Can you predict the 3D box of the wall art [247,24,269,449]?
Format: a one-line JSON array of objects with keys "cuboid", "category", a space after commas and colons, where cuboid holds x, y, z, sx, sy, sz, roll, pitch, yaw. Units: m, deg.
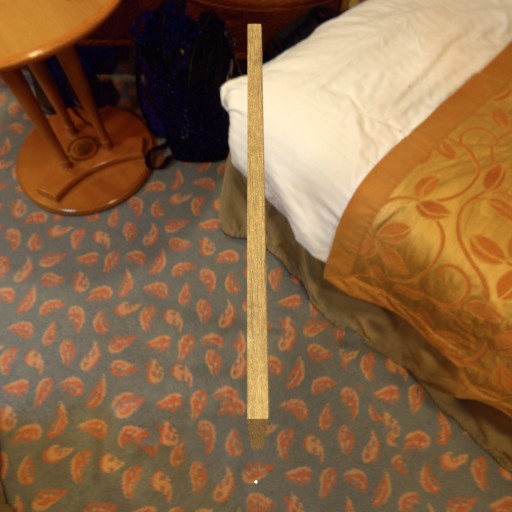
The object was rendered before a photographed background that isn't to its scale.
[{"cuboid": [0.000, 0.000, 0.900, 0.026, 0.535, 0.690, 0, 63, 0], "category": "wall art"}]
